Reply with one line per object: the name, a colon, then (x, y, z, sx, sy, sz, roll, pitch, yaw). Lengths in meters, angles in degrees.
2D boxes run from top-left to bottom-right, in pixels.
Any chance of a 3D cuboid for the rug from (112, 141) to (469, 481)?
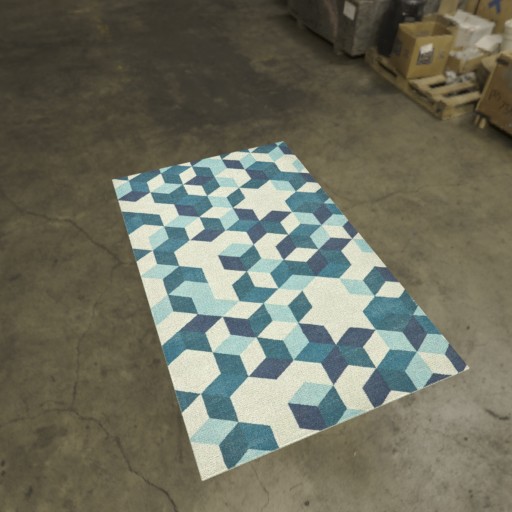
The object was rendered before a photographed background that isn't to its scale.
rug: (0.000, 0.000, 2.991, 1.518, 0.015, 2.438, -16, 49, -15)
